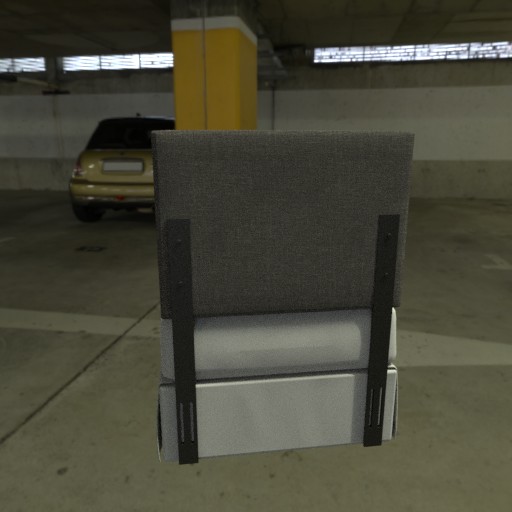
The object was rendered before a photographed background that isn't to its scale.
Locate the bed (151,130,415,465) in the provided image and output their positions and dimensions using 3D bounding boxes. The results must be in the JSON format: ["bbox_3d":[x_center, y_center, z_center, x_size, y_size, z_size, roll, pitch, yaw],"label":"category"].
[{"bbox_3d":[0.000,0.000,2.981,1.261,1.571,1.997,-2,14,-8],"label":"bed"}]
